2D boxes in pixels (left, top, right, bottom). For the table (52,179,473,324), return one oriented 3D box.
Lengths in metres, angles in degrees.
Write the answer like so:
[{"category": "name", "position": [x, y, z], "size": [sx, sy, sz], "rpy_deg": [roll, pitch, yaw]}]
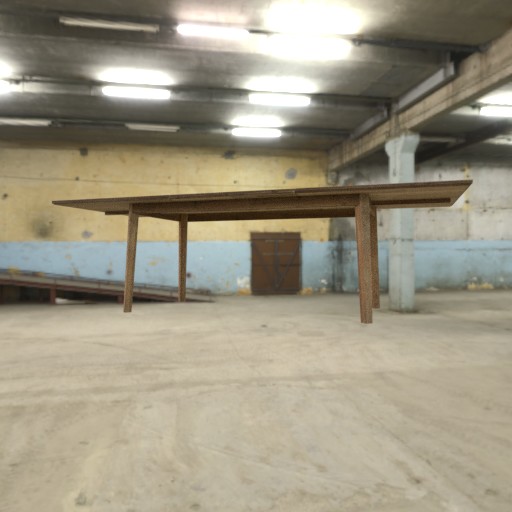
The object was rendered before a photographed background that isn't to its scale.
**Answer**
[{"category": "table", "position": [0.000, 0.000, 3.083], "size": [2.603, 0.752, 1.000], "rpy_deg": [0, 0, 19]}]
